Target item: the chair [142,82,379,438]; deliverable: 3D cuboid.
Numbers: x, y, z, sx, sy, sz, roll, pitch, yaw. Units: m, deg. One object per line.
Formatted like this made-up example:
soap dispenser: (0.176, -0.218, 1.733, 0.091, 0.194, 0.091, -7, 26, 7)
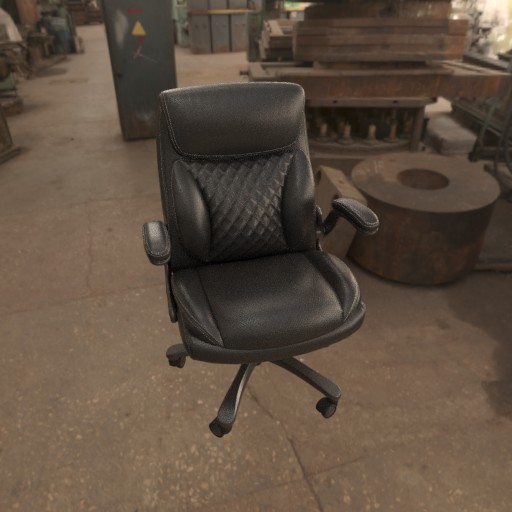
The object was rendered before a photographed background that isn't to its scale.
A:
chair: (0.000, 0.000, 1.635, 0.782, 1.110, 0.724, -8, 32, -14)
